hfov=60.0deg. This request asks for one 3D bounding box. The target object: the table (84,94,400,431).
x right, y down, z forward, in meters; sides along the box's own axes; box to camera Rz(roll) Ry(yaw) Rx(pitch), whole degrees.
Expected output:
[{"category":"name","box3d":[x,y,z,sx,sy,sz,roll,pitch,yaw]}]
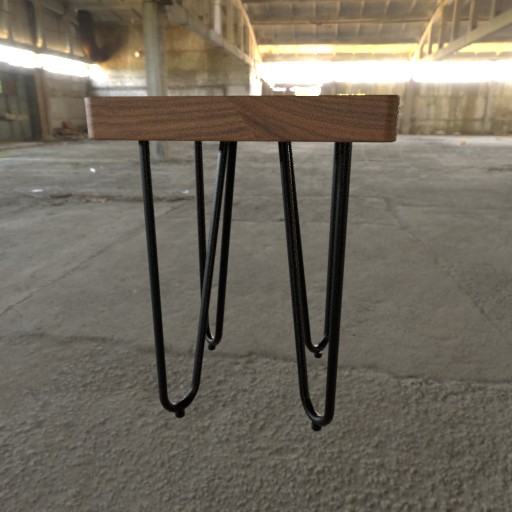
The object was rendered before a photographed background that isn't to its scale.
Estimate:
[{"category":"table","box3d":[0.000,0.000,0.968,0.479,0.641,0.480,2,18,8]}]
